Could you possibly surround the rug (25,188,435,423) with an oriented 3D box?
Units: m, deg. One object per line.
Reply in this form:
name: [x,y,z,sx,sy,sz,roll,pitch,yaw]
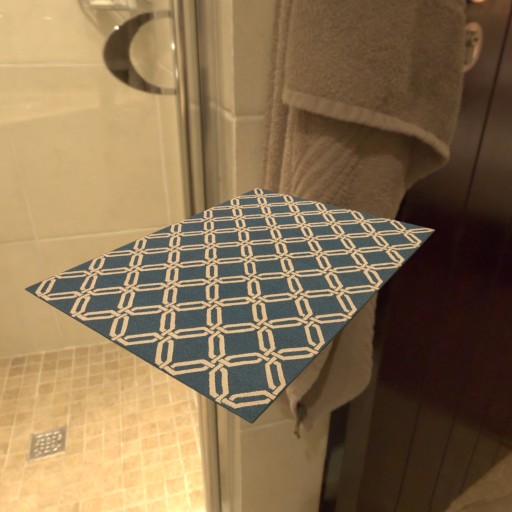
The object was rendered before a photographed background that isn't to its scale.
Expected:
rug: [0.000,0.000,4.323,2.432,0.018,3.342,19,33,32]
